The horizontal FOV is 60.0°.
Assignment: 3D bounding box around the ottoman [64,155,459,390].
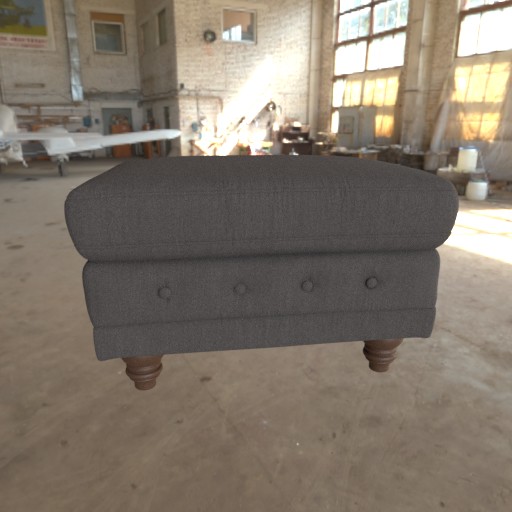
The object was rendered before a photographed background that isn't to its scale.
[{"bbox_3d":[0.000,0.000,1.151,0.771,0.500,0.569,-2,17,-7],"label":"ottoman"}]
